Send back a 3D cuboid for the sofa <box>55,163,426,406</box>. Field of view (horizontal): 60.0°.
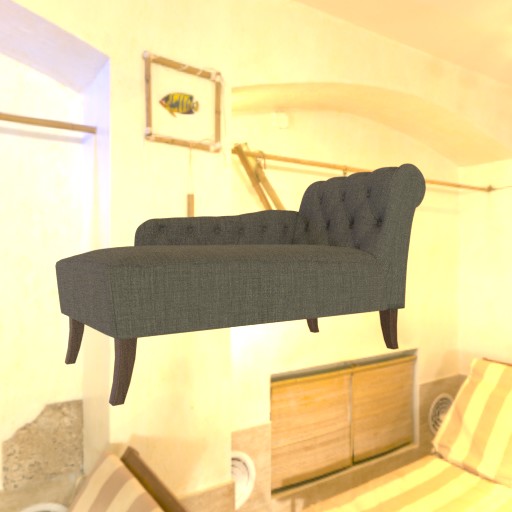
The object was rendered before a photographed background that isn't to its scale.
[{"bbox_3d":[0.000,0.000,1.779,1.379,0.787,0.675,0,0,-35],"label":"sofa"}]
